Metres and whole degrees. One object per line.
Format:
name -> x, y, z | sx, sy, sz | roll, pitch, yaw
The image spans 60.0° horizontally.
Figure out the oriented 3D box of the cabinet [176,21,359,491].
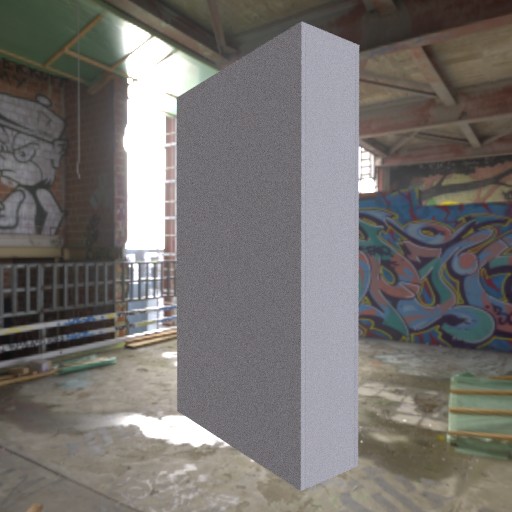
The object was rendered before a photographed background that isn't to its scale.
cabinet -> 0.000, 0.000, 1.583 | 0.250, 1.280, 0.750 | -1, 1, -37
